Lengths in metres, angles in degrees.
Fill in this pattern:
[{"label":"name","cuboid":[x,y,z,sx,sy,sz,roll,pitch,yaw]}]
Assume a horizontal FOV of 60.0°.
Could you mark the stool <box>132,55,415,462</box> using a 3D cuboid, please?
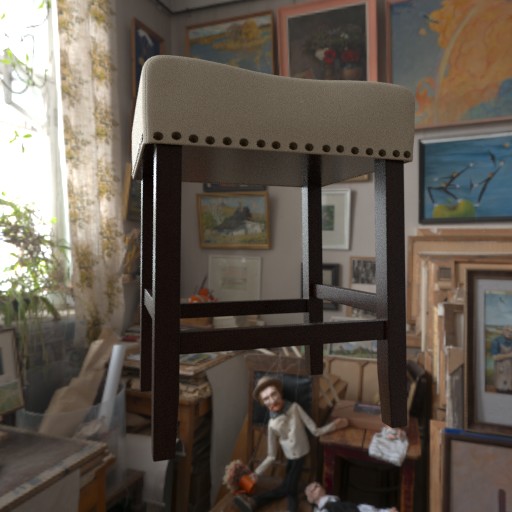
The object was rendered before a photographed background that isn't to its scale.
[{"label":"stool","cuboid":[0.000,0.000,0.899,0.471,0.609,0.401,0,1,-18]}]
